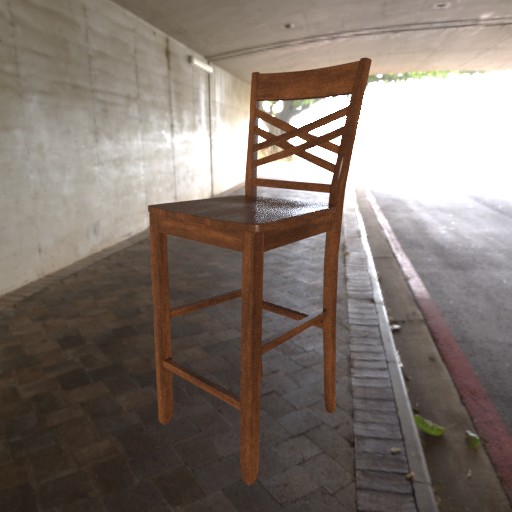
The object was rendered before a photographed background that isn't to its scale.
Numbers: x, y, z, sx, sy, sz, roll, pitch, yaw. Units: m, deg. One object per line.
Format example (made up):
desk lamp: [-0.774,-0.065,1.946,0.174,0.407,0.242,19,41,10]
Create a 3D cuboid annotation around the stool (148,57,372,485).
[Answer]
stool: [0.000,0.000,1.328,0.433,1.105,0.487,13,20,41]
